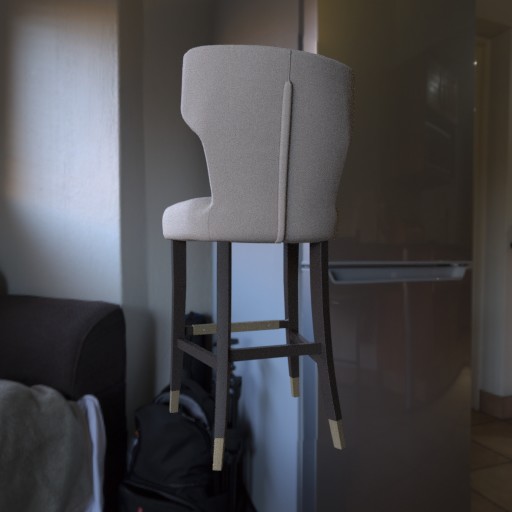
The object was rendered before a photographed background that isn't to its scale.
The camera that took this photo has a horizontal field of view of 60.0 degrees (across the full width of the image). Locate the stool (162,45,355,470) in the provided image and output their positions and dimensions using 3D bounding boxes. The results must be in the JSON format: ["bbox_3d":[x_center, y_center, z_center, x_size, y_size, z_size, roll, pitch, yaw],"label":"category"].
[{"bbox_3d":[0.000,0.000,1.400,0.526,1.092,0.563,-1,2,-19],"label":"stool"}]
